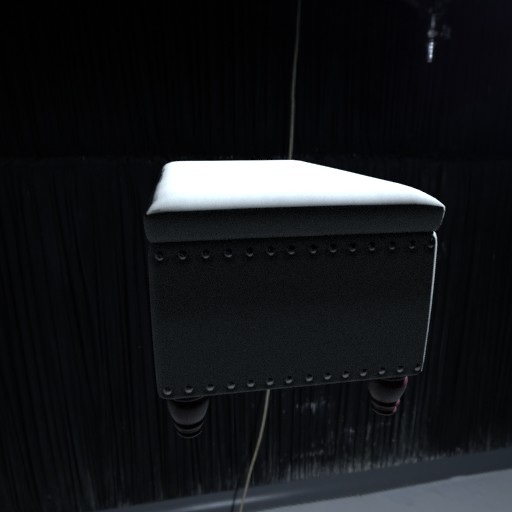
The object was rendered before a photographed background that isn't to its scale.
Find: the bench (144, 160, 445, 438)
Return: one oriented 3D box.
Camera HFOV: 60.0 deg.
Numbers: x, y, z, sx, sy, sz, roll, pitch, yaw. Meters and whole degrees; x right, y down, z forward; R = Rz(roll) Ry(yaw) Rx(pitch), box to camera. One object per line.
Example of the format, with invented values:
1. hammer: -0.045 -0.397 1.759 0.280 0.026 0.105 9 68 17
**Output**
1. bench: 0.000 0.000 1.175 0.500 0.449 0.887 -3 16 -10
